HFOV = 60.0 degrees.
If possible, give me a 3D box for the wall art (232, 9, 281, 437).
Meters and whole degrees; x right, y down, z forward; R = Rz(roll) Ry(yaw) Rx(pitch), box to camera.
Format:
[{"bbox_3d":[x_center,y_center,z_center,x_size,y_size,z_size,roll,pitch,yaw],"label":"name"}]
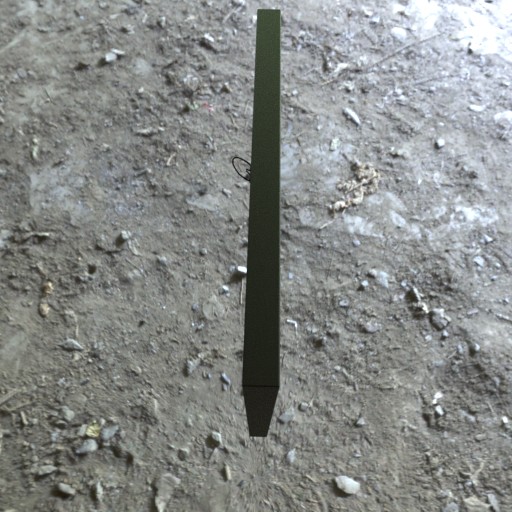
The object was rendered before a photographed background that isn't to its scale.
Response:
[{"bbox_3d":[0.000,0.000,0.497,0.038,0.349,0.349,1,63,1],"label":"wall art"}]
